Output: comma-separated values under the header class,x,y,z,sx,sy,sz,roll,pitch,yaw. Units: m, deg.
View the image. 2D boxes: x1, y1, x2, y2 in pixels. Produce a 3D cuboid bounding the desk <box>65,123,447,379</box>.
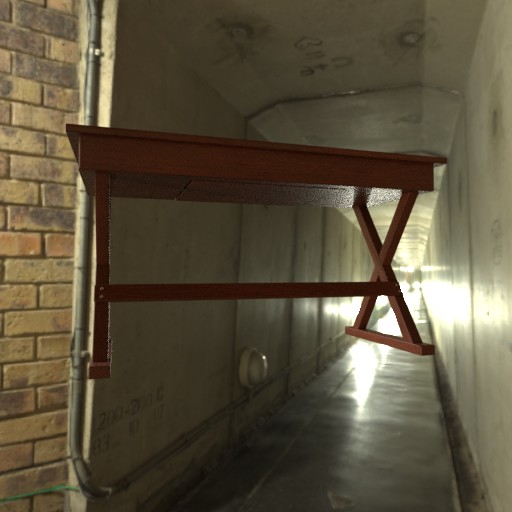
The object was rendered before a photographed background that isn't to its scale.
class,x,y,z,sx,sy,sz,roll,pitch,yaw
desk,0.000,0.000,1.793,1.372,0.761,0.600,0,-2,-18
